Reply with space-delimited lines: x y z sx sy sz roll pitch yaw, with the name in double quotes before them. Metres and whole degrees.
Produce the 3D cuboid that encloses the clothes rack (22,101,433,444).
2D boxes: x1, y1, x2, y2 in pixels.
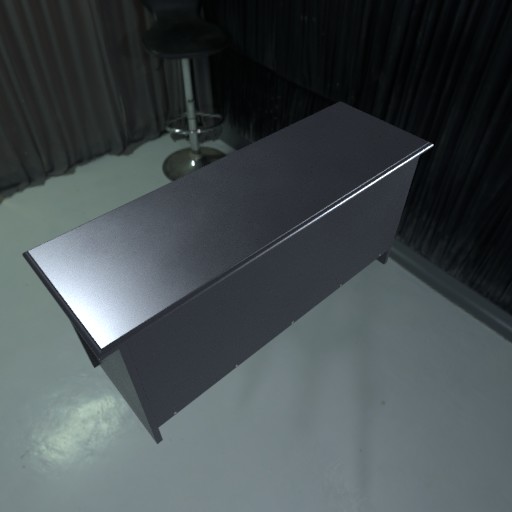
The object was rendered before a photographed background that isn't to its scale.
"clothes rack" 0.000 0.000 1.485 1.219 0.556 0.406 -33 54 -28
